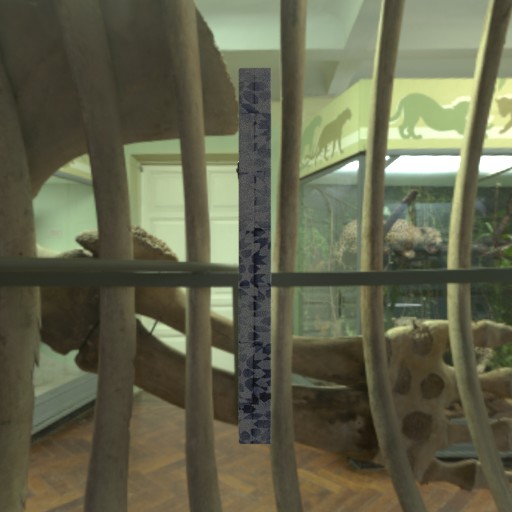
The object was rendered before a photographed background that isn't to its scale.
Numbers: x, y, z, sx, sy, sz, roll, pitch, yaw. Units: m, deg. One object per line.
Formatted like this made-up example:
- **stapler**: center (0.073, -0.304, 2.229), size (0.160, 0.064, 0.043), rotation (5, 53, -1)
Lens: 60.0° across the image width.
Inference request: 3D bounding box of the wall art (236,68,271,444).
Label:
- **wall art**: center (0.000, 0.000, 1.166), size (0.057, 0.608, 0.911), rotation (0, 0, 1)
